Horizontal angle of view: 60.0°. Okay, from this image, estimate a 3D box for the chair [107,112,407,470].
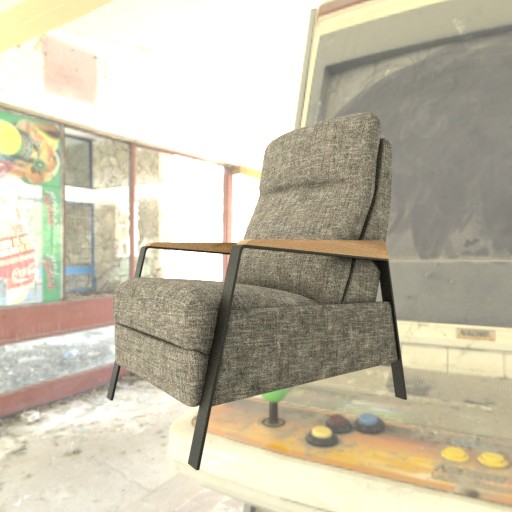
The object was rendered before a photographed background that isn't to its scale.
[{"bbox_3d":[0.000,0.000,1.610,0.868,1.042,0.671,-1,1,-37],"label":"chair"}]
